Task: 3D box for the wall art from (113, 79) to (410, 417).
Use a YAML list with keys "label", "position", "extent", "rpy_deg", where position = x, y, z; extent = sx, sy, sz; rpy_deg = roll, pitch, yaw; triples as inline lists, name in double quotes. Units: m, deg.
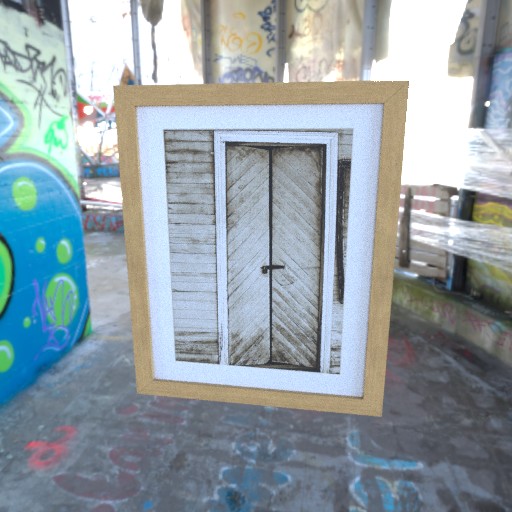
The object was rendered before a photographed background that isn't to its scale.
- label: "wall art"
  position: [0.000, 0.000, 0.523]
  extent: [0.312, 0.380, 0.030]
  rpy_deg: [2, 15, 9]
